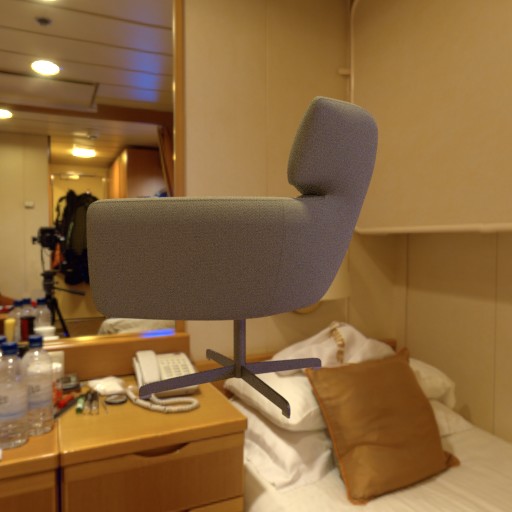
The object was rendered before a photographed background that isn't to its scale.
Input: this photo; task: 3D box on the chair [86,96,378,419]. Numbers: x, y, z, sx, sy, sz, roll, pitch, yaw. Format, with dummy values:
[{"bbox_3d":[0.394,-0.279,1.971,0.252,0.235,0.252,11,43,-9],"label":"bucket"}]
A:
[{"bbox_3d":[0.000,0.000,1.387,0.730,0.810,0.760,1,2,18],"label":"chair"}]
